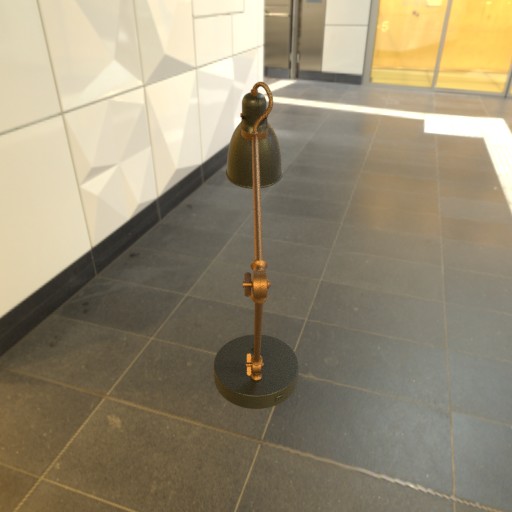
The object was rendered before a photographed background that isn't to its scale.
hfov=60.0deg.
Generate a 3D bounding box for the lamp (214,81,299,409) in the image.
[{"bbox_3d":[0.000,0.000,0.864,0.187,0.587,0.561,-1,31,-1],"label":"lamp"}]
